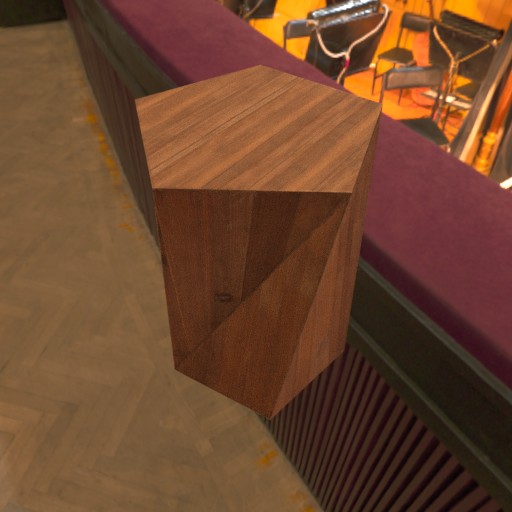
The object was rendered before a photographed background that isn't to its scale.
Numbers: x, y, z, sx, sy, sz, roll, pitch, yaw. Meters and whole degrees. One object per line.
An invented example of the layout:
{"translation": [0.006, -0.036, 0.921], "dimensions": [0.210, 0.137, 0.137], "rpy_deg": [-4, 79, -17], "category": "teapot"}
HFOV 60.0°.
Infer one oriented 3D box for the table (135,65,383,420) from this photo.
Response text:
{"translation": [0.000, 0.000, 0.915], "dimensions": [0.425, 0.604, 0.441], "rpy_deg": [-24, 50, -22], "category": "table"}
